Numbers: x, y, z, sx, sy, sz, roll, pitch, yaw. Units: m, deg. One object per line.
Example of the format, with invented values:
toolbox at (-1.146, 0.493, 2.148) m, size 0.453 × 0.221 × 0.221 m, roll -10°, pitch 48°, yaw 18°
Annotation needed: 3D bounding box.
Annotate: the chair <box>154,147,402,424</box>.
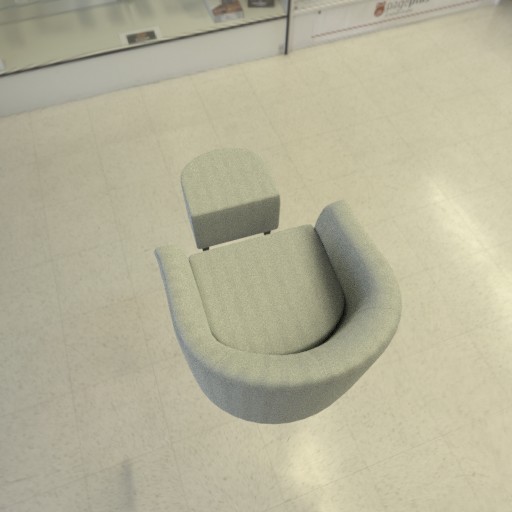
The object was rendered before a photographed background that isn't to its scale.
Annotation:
chair at (0.000, 0.000, 1.797) m, size 0.756 × 0.757 × 1.288 m, roll -15°, pitch 60°, yaw -9°
